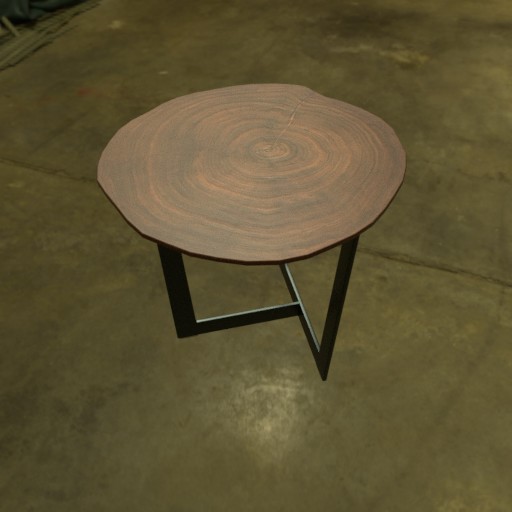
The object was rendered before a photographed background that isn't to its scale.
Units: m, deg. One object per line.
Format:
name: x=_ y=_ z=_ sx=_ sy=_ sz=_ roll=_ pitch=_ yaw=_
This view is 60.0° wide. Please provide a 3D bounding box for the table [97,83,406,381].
table: x=0.000 y=0.000 z=0.879 sx=0.494 sy=0.476 sz=0.477 roll=-17 pitch=48 yaw=-16
